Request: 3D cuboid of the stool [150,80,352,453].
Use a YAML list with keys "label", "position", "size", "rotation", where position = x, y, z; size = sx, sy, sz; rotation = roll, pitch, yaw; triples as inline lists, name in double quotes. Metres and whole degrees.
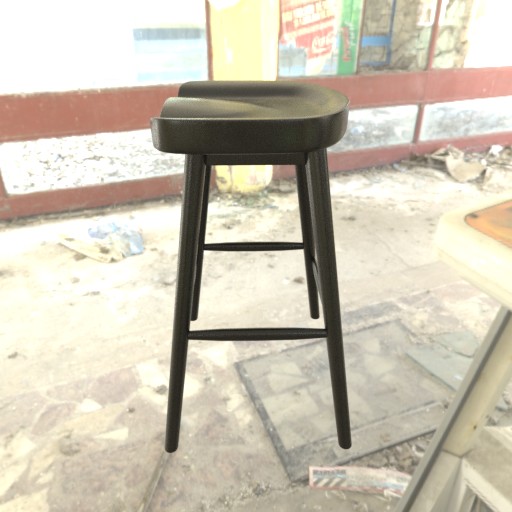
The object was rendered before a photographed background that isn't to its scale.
- label: "stool"
  position: [0.000, 0.000, 0.891]
  size: [0.361, 0.615, 0.440]
  rotation: [-1, 28, -1]
